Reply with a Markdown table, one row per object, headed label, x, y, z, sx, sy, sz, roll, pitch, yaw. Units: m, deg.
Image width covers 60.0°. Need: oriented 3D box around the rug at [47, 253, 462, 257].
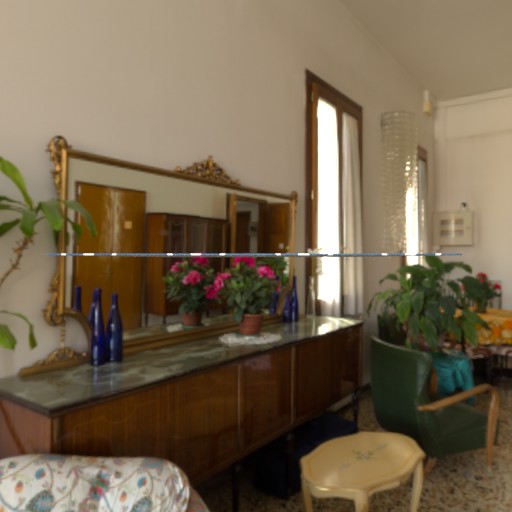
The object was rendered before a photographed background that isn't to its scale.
| label | x | y | z | sx | sy | sz | roll | pitch | yaw |
| --- | --- | --- | --- | --- | --- | --- | --- | --- | --- |
| rug | 0.000 | 0.000 | 4.261 | 2.438 | 0.010 | 3.353 | 0 | 0 | 1 |
